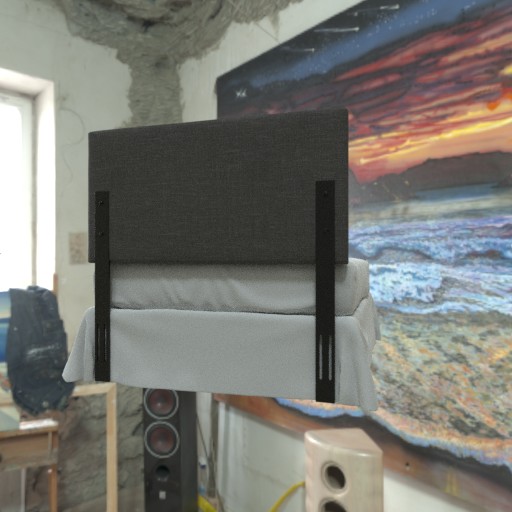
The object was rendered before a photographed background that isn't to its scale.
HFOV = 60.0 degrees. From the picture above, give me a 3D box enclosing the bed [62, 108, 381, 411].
[{"bbox_3d":[0.000,0.000,3.545,1.936,1.577,2.222,0,0,17],"label":"bed"}]
